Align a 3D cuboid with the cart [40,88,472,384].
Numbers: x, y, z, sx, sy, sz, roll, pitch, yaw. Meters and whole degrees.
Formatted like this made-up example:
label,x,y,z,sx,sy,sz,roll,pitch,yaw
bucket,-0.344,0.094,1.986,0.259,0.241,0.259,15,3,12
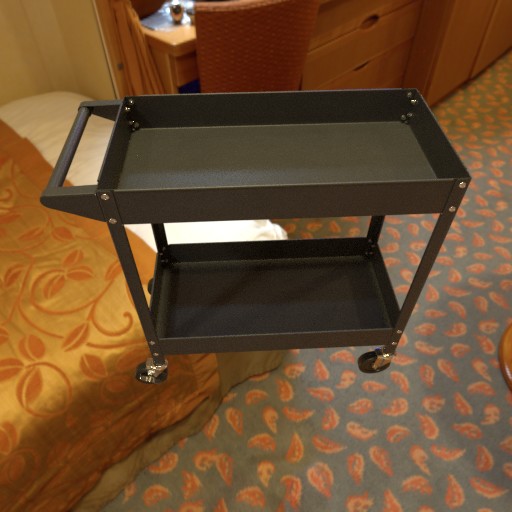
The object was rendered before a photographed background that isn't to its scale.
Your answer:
label,x,y,z,sx,sy,sz,roll,pitch,yaw
cart,0.000,0.000,1.150,0.779,0.719,0.366,-2,47,-2
